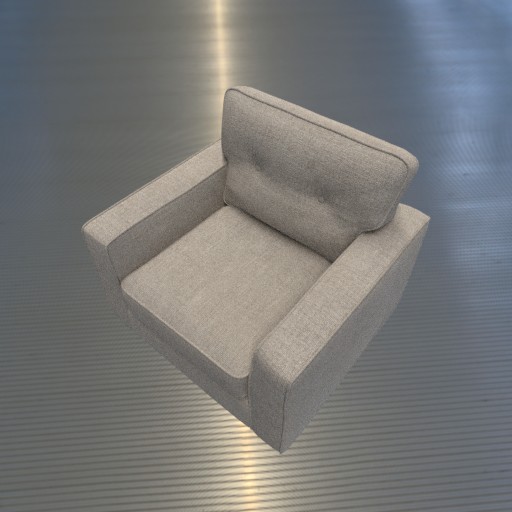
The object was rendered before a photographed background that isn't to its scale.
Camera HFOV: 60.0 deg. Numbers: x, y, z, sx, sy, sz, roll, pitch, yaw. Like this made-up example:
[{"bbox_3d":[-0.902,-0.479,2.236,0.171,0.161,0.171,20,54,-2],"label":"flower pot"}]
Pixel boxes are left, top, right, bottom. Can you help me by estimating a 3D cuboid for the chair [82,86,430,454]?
[{"bbox_3d":[0.000,0.000,1.794,1.015,0.965,0.939,32,55,26],"label":"chair"}]
